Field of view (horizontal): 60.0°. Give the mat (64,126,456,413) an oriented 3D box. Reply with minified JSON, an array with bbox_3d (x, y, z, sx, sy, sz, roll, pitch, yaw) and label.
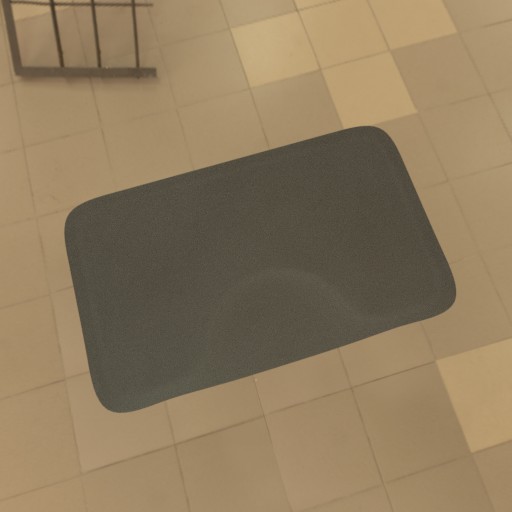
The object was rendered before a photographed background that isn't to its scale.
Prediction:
[{"bbox_3d":[0.000,0.000,1.866,1.524,0.013,0.918,-16,75,-5],"label":"mat"}]
